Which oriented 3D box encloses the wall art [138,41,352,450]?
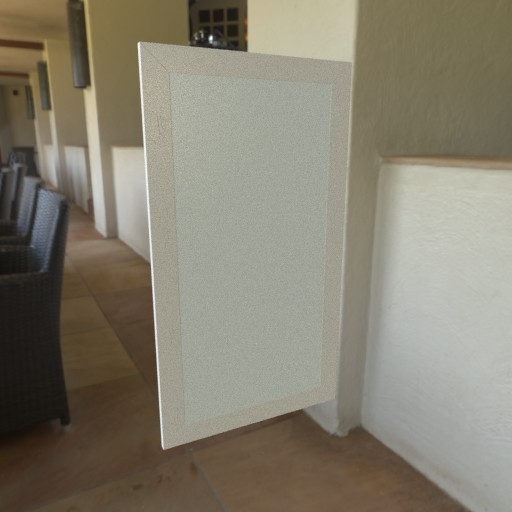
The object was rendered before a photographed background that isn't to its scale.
[{"bbox_3d":[0.000,0.000,0.809,0.380,0.683,0.013,-7,16,-25],"label":"wall art"}]
